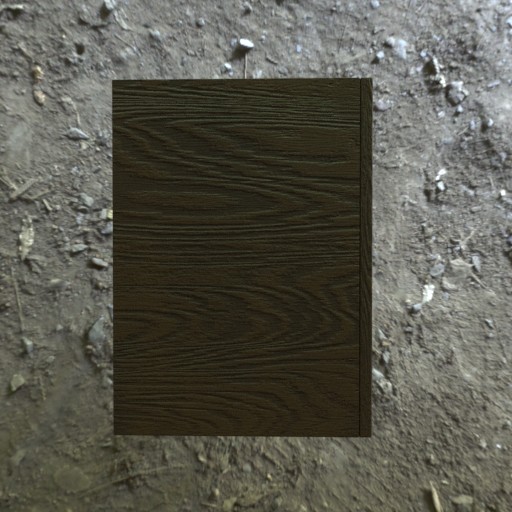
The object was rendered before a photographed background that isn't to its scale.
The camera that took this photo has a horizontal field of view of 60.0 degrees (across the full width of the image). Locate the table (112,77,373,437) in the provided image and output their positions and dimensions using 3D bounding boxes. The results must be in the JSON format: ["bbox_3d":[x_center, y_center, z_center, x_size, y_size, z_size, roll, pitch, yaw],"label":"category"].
[{"bbox_3d":[0.000,0.000,0.984,0.439,0.585,0.560,0,91,1],"label":"table"}]
